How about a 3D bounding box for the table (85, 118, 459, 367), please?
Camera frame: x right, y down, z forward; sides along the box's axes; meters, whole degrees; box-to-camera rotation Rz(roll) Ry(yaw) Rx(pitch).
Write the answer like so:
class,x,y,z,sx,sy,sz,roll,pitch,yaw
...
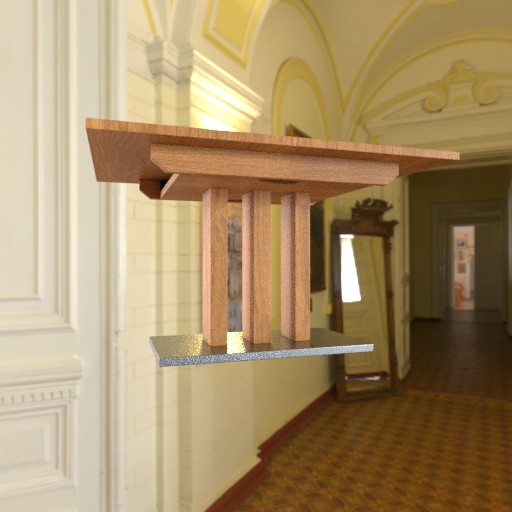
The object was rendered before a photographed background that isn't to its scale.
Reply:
class,x,y,z,sx,sy,sz,roll,pitch,yaw
table,0.000,0.000,1.873,1.300,0.770,0.900,0,-1,-18
